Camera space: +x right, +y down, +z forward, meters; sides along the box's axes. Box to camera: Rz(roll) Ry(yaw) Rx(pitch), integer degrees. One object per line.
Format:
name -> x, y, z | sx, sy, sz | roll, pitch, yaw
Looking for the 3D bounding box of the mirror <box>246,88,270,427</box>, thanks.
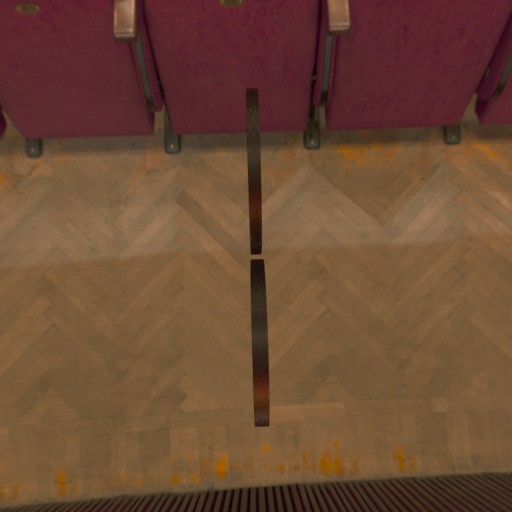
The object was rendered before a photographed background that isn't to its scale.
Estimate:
mirror -> 0.000, 0.000, 3.219 | 0.076, 2.096, 2.160 | -2, 77, 0
